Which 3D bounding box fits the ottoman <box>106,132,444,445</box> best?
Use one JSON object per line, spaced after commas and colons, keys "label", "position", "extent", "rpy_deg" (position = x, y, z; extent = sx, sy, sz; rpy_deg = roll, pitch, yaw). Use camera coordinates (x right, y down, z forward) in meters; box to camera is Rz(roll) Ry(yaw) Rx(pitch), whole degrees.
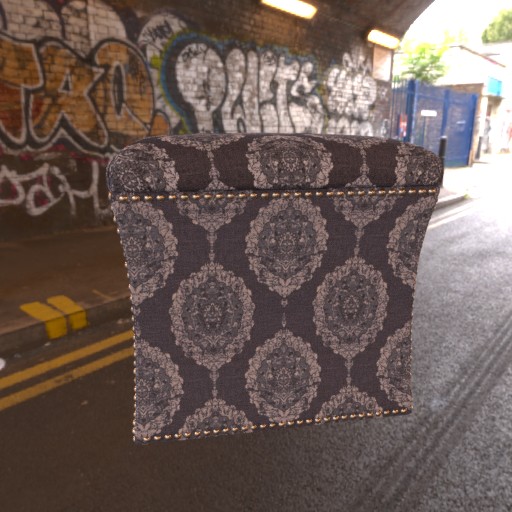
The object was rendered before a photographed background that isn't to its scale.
{"label": "ottoman", "position": [0.000, 0.000, 0.885], "extent": [0.497, 0.475, 0.507], "rpy_deg": [-3, 16, -10]}
